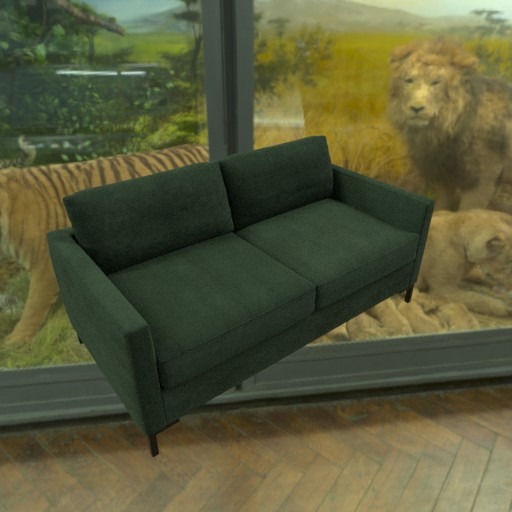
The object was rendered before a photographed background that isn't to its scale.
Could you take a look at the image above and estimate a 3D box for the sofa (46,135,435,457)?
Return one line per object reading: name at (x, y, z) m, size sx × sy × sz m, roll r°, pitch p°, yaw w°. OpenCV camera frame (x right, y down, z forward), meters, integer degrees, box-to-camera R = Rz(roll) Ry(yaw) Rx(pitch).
sofa at (0.000, 0.000, 2.167) m, size 1.676 × 0.817 × 0.875 m, roll -22°, pitch 37°, yaw -32°
